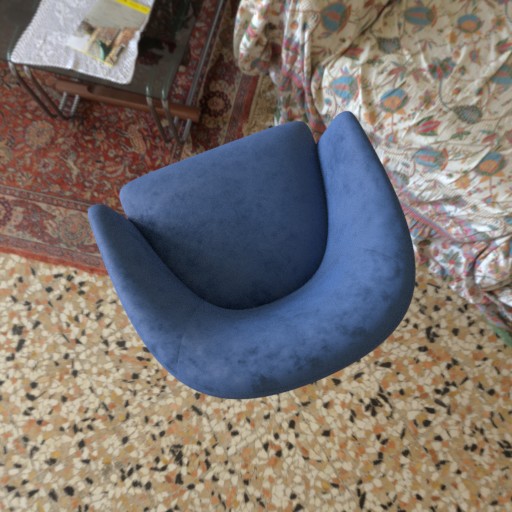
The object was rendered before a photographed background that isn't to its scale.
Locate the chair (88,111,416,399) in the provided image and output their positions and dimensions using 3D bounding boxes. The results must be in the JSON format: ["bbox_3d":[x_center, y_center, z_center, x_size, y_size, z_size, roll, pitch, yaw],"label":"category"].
[{"bbox_3d":[0.000,0.000,1.357,0.773,0.698,0.767,-22,77,-5],"label":"chair"}]
